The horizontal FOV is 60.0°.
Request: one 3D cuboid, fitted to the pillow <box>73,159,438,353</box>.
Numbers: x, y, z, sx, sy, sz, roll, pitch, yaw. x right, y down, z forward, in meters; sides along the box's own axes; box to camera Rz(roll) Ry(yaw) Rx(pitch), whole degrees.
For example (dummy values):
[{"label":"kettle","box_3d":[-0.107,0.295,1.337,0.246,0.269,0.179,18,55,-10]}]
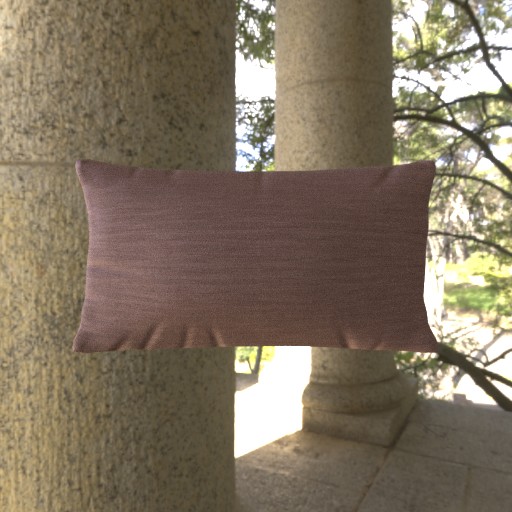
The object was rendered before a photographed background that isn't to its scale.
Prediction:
[{"label":"pillow","box_3d":[0.000,0.000,0.782,0.633,0.338,0.210,0,0,-1]}]
